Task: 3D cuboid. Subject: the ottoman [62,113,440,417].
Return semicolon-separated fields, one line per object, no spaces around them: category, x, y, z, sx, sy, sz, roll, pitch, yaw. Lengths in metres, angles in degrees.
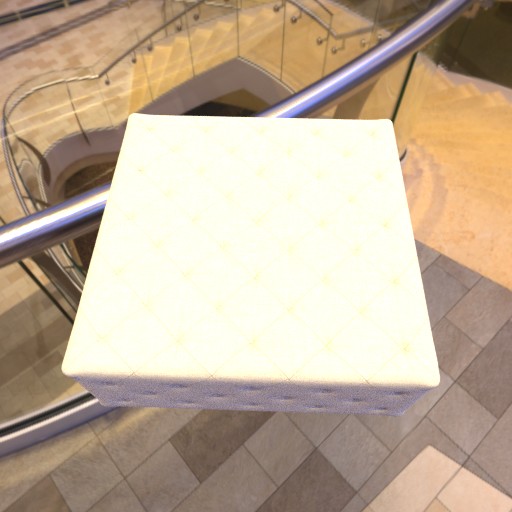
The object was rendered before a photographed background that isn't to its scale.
ottoman;0.000;0.000;1.614;1.028;0.439;1.028;2;58;1
